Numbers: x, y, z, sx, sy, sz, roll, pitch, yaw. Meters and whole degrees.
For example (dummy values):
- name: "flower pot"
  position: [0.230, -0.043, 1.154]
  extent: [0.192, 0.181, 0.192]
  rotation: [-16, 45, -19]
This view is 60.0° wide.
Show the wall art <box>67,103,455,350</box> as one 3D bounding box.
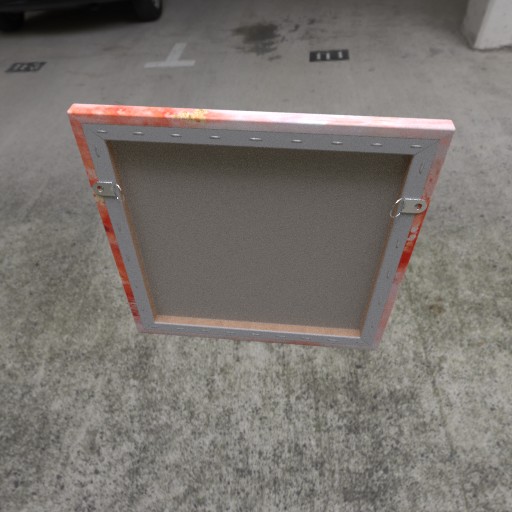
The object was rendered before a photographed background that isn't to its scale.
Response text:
- name: "wall art"
  position: [0.000, 0.000, 1.113]
  extent: [0.747, 0.746, 0.064]
  rotation: [4, 45, 4]
